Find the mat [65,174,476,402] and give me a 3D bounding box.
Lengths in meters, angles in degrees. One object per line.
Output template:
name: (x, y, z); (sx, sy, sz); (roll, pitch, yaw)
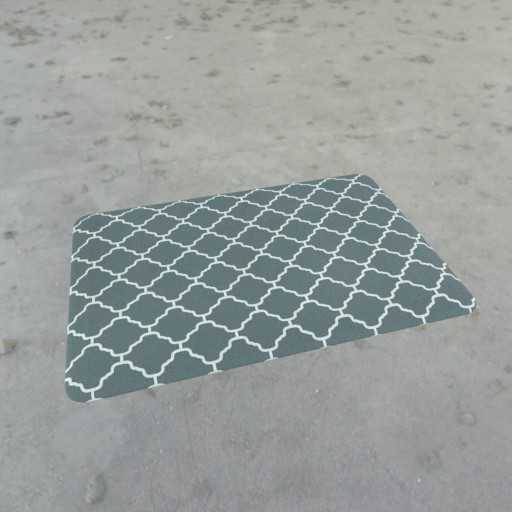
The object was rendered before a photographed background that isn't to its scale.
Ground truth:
mat: (0.000, 0.000, 0.944); (0.762, 0.021, 0.508); (-10, 43, -11)
